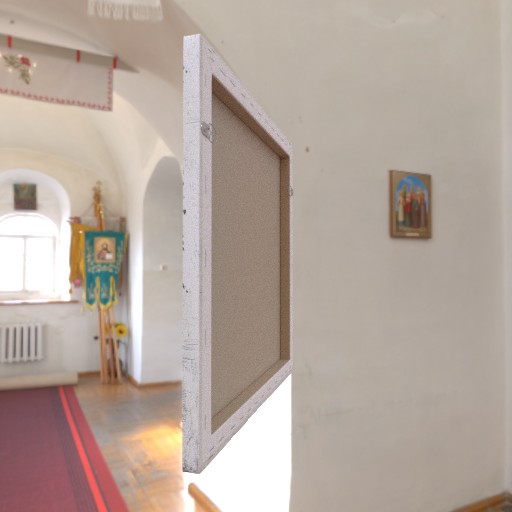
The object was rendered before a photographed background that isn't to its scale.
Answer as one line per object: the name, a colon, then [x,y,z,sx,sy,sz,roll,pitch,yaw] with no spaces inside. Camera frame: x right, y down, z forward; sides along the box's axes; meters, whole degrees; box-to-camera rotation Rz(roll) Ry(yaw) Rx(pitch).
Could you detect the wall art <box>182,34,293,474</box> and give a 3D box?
wall art: [0.000,0.000,1.128,0.038,0.762,0.762,0,-1,17]
